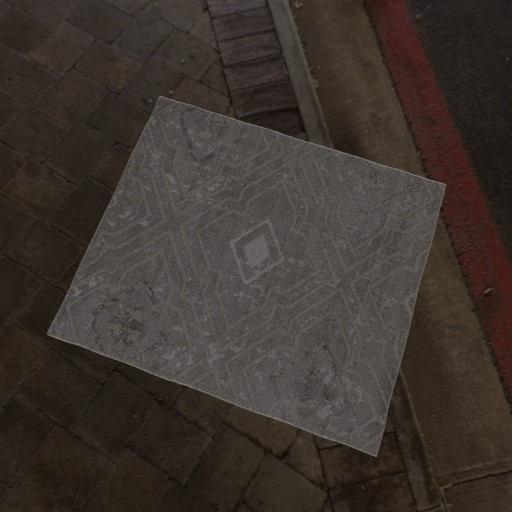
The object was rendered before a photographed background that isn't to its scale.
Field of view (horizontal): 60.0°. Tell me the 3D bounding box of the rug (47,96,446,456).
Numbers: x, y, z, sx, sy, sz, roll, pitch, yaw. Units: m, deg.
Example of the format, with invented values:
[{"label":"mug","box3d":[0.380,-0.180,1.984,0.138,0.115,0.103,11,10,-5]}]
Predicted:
[{"label":"rug","box3d":[0.000,0.000,0.870,0.639,0.006,0.548,19,75,5]}]
